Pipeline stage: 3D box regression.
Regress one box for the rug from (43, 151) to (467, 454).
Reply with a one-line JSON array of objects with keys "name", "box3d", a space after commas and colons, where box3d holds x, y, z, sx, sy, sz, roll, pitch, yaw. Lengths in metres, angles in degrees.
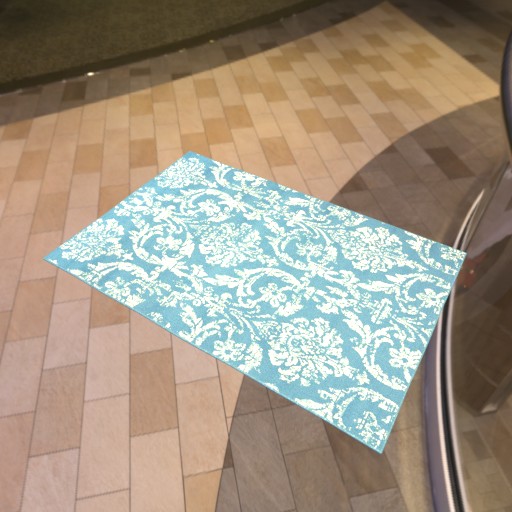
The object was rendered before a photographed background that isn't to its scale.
[{"name": "rug", "box3d": [0.000, 0.000, 2.294, 1.833, 0.012, 1.211, 24, 50, 22]}]
